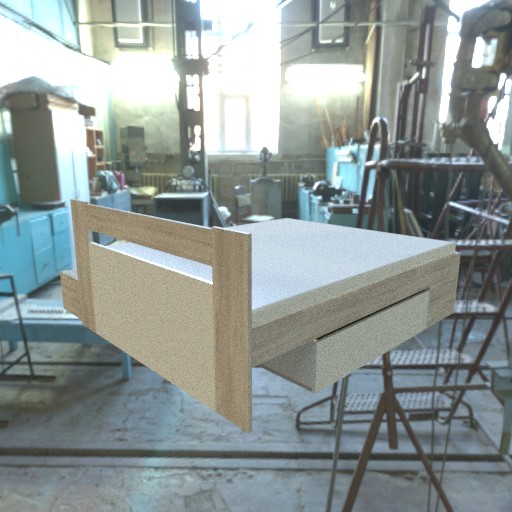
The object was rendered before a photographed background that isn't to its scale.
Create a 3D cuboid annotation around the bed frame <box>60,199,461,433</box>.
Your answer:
[{"bbox_3d":[0.000,0.000,3.162,2.050,0.860,2.040,-13,18,-42],"label":"bed frame"}]
